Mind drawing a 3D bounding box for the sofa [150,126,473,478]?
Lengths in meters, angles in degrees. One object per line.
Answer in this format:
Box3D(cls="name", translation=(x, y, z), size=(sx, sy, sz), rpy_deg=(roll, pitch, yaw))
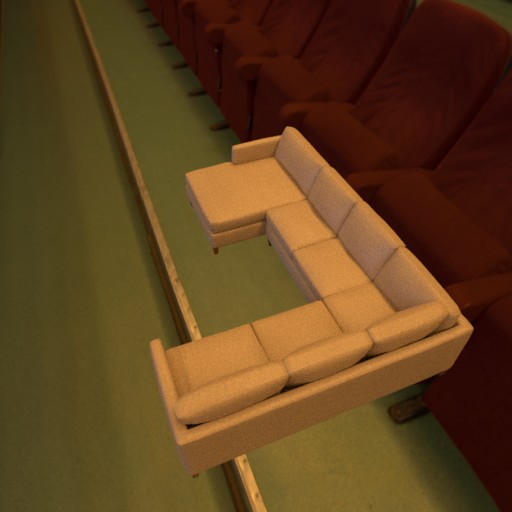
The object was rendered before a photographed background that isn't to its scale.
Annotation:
Box3D(cls="sofa", translation=(0.000, 0.000, 4.643), size=(2.594, 0.961, 3.460), rpy_deg=(-16, 48, -15))
